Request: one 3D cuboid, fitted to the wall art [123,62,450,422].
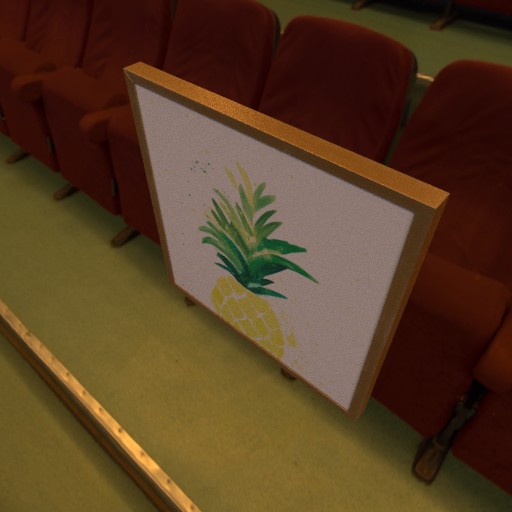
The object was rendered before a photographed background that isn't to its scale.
[{"bbox_3d":[0.000,0.000,0.755,0.510,0.509,0.033,32,54,27],"label":"wall art"}]
